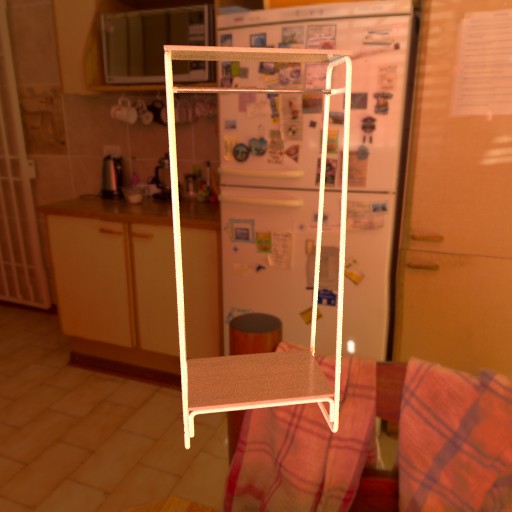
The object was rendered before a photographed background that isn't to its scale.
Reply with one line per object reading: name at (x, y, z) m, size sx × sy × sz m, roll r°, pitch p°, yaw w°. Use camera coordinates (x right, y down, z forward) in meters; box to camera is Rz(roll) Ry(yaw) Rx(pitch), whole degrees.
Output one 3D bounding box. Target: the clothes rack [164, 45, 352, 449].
clothes rack at (0.000, 0.000, 1.798) m, size 0.640 × 1.512 × 0.400 m, roll -3°, pitch 17°, yaw -9°
